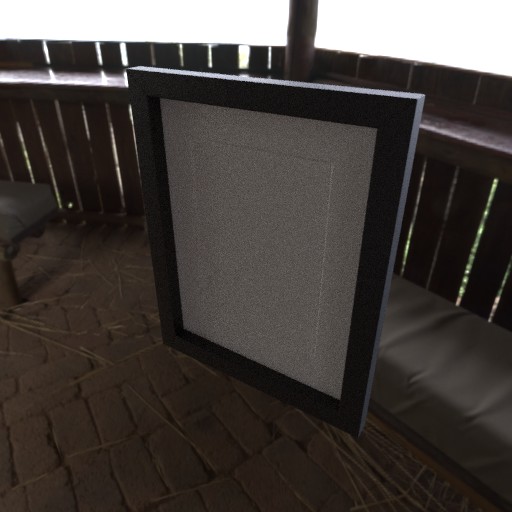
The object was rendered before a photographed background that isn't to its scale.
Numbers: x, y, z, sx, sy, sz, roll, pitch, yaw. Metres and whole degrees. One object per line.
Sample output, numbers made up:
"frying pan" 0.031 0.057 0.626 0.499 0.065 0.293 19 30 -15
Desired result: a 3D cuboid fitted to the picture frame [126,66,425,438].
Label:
"picture frame" 0.000 0.000 0.509 0.307 0.383 0.036 18 35 28
